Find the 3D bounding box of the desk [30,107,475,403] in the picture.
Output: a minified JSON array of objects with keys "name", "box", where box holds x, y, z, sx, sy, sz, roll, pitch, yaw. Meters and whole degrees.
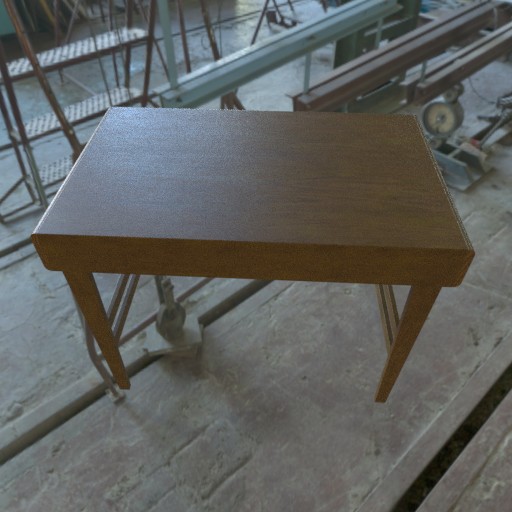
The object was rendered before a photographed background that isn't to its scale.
[{"name":"desk","box":[0.000,0.000,1.549,1.066,0.754,0.660,2,45,2]}]
